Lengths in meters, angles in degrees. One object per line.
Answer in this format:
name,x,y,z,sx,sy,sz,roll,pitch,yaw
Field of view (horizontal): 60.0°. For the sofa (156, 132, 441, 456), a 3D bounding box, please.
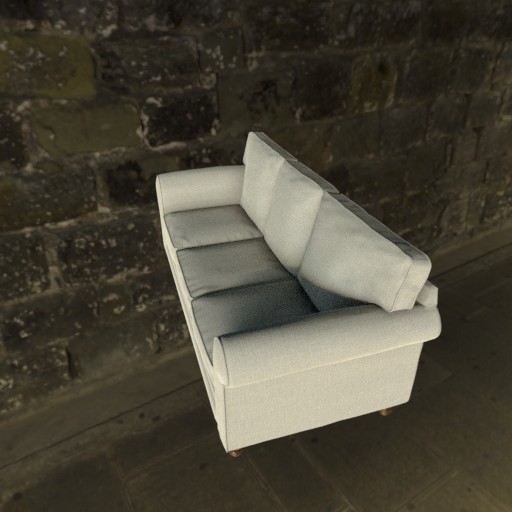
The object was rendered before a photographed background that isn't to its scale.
sofa,0.000,0.000,2.574,0.916,0.961,2.084,-9,31,-15
